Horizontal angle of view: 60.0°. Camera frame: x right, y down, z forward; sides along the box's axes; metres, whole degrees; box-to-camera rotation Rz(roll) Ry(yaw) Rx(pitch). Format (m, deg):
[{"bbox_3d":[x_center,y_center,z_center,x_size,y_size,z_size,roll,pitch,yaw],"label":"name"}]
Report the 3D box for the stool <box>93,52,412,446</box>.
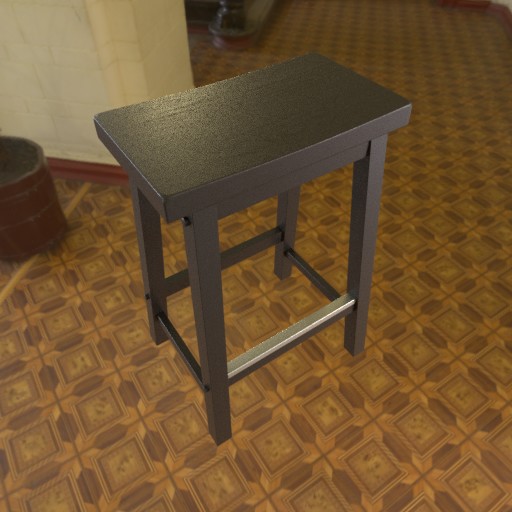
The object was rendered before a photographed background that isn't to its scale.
[{"bbox_3d":[0.000,0.000,0.855,0.406,0.610,0.322,-26,51,-23],"label":"stool"}]
